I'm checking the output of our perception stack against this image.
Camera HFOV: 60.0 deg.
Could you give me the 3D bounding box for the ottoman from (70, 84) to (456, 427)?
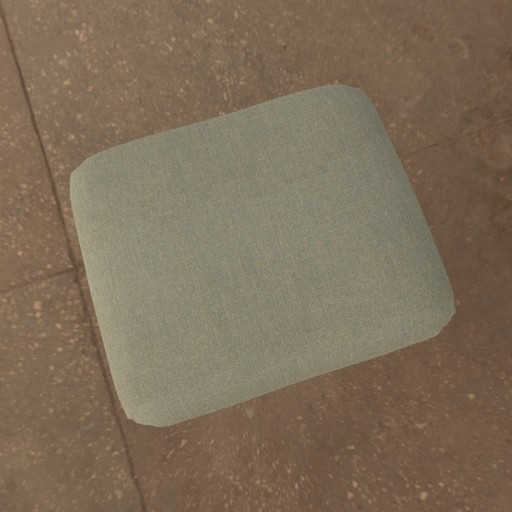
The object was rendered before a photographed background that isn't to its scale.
[{"bbox_3d":[0.000,0.000,1.102,0.747,0.450,0.622,-17,77,-4],"label":"ottoman"}]
